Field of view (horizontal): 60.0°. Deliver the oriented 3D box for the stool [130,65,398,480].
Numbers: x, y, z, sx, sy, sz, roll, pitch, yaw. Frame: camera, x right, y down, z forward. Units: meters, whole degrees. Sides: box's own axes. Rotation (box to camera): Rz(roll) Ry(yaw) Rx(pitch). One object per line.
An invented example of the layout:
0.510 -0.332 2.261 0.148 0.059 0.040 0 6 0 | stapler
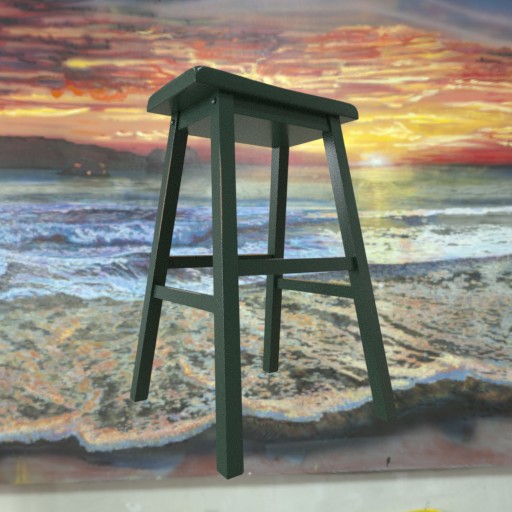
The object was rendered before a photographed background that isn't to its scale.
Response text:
0.000 0.000 1.063 0.457 0.737 0.476 -1 2 -35 | stool
